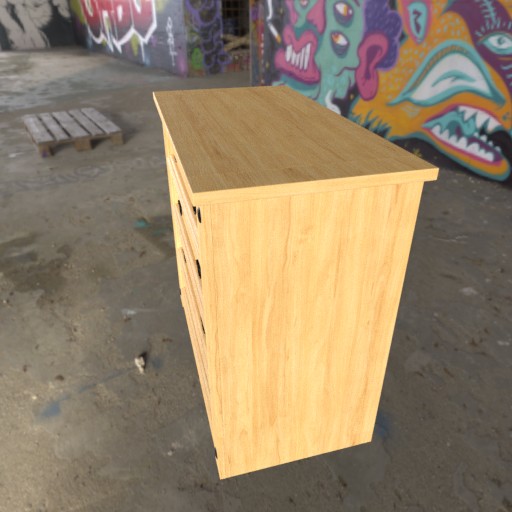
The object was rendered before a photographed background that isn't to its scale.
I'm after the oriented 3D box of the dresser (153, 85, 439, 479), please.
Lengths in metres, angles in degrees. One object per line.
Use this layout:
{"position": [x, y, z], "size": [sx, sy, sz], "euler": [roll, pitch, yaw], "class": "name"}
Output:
{"position": [0.000, 0.000, 1.203], "size": [0.410, 0.730, 0.800], "euler": [-8, 32, -13], "class": "dresser"}
